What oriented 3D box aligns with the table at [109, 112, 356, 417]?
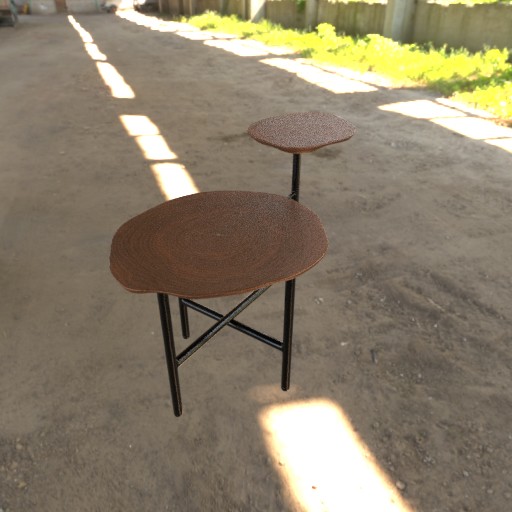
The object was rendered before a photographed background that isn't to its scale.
[{"bbox_3d":[0.000,0.000,1.100,0.442,0.538,0.759,20,36,30],"label":"table"}]
